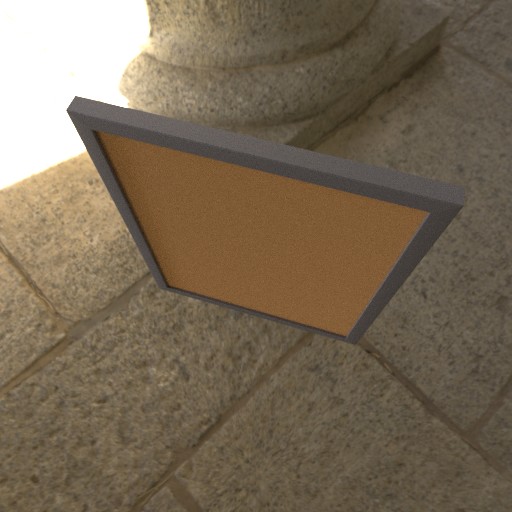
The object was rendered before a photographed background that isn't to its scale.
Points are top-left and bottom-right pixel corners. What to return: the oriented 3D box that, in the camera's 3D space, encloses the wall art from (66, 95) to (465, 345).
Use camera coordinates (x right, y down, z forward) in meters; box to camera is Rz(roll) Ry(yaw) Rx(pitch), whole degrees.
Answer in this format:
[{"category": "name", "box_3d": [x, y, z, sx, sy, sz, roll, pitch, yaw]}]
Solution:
[{"category": "wall art", "box_3d": [0.000, 0.000, 0.746, 0.458, 0.558, 0.029, 15, 65, 7]}]
